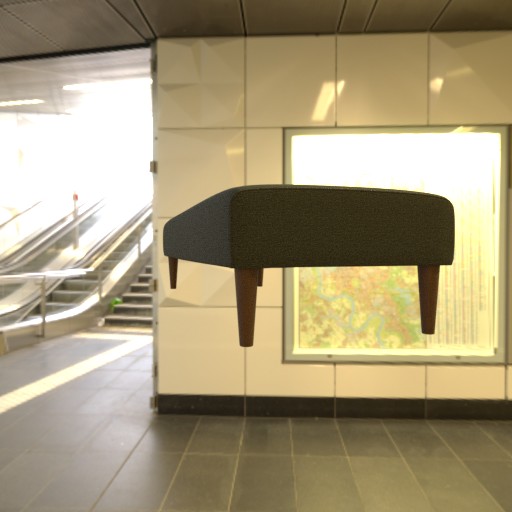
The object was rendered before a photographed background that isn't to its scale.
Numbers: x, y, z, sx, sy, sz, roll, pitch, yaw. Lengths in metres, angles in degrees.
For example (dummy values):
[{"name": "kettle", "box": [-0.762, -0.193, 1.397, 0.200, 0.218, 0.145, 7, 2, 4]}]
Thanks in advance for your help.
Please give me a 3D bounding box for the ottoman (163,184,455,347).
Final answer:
[{"name": "ottoman", "box": [0.000, 0.000, 1.839, 0.646, 0.393, 1.609, 0, 1, -17]}]
